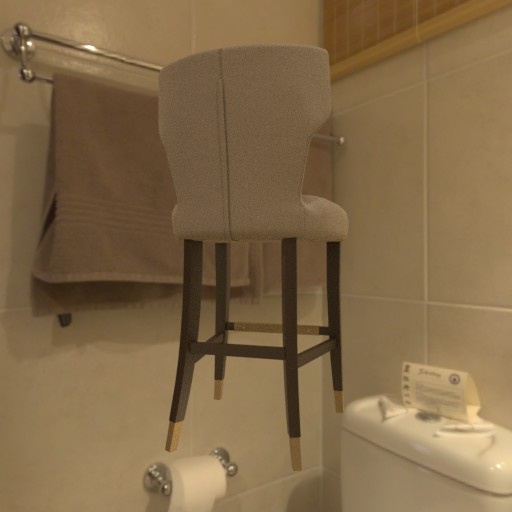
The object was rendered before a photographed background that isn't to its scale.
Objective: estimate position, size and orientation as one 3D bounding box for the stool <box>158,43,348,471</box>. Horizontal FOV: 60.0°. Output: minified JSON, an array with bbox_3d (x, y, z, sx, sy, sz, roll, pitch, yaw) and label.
[{"bbox_3d":[0.000,0.000,1.395,0.526,1.092,0.563,0,0,18],"label":"stool"}]
